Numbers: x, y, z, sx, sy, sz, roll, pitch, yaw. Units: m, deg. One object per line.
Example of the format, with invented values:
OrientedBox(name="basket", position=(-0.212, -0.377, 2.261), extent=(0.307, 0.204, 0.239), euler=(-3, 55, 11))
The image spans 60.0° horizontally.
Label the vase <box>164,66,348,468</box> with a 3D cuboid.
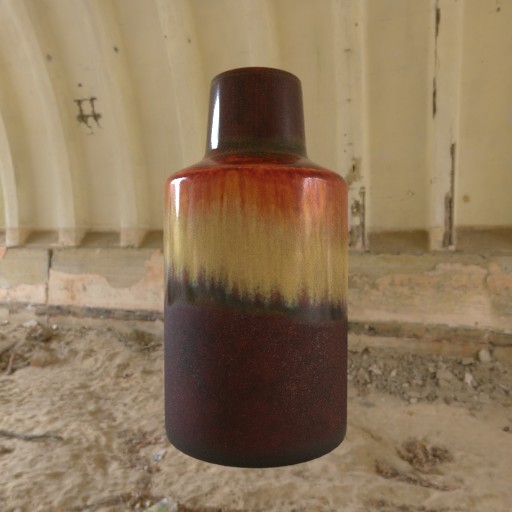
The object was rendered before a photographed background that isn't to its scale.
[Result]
OrientedBox(name="vase", position=(0.000, 0.000, 0.264), extent=(0.108, 0.204, 0.108), euler=(0, 2, 0))
